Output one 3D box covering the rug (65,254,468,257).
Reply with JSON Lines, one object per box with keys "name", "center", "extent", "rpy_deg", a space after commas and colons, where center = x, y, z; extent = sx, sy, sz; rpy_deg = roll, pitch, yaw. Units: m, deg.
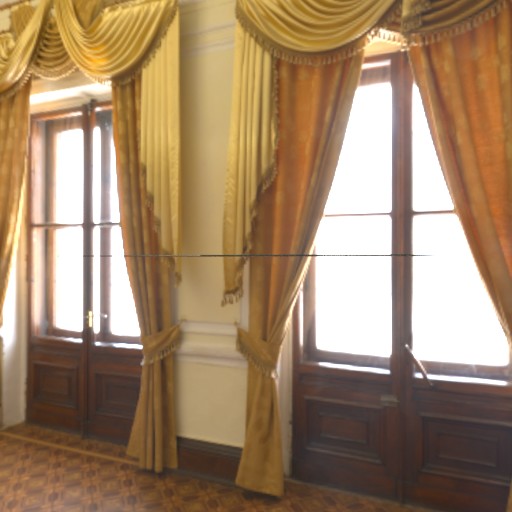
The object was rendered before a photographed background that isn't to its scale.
{"name": "rug", "center": [0.000, 0.000, 3.075], "extent": [2.420, 0.005, 1.528], "rpy_deg": [0, 0, 36]}
